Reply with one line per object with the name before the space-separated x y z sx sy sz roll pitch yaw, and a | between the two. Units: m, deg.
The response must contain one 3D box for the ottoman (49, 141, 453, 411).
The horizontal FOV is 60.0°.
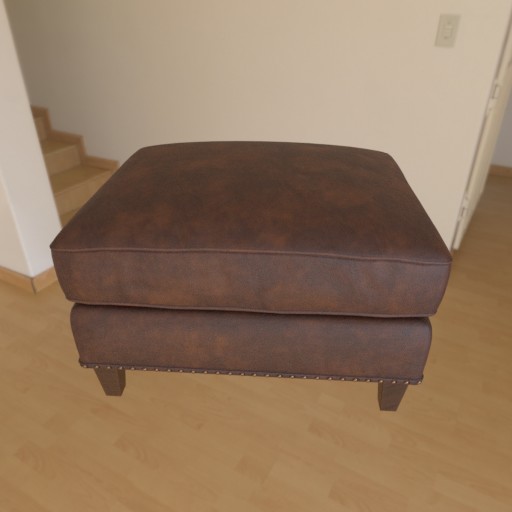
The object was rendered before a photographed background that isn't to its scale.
ottoman | 0.000 0.000 1.115 0.742 0.486 0.586 2 31 3
